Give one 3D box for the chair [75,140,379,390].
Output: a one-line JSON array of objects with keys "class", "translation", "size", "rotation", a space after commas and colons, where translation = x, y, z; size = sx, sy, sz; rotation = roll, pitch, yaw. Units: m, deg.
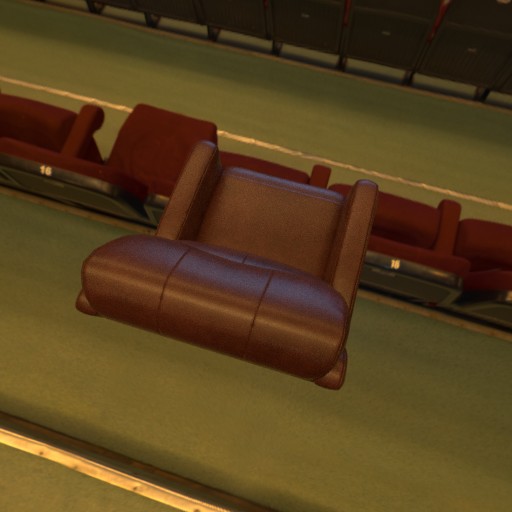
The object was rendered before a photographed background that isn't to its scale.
[{"class": "chair", "translation": [0.000, 0.000, 1.661], "size": [0.787, 1.016, 0.939], "rotation": [15, 65, 7]}]
